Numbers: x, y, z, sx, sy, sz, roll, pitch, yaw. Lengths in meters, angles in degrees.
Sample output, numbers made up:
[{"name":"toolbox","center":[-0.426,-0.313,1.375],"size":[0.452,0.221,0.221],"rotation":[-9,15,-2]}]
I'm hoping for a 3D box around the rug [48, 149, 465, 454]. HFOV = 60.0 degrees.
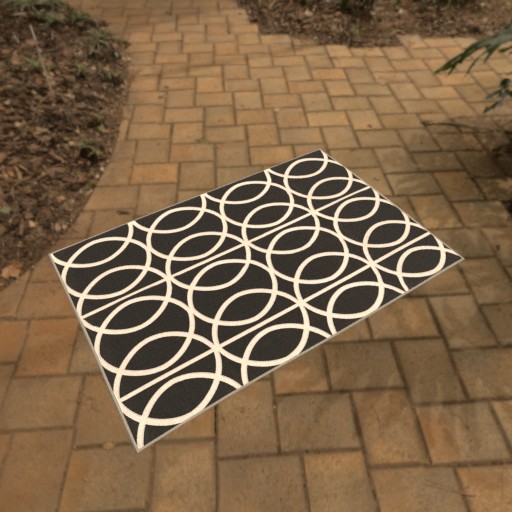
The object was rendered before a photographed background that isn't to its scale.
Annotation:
[{"name":"rug","center":[0.000,0.000,2.915],"size":[2.294,0.014,1.528],"rotation":[-25,52,-22]}]
